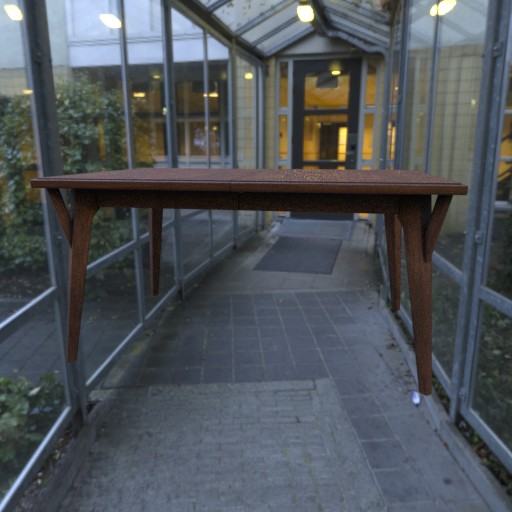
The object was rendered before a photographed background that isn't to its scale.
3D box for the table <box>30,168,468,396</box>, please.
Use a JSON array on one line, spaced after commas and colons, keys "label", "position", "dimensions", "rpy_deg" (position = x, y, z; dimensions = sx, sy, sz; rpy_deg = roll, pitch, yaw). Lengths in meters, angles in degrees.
[{"label": "table", "position": [0.000, 0.000, 2.073], "dimensions": [1.524, 0.761, 0.990], "rpy_deg": [2, 14, 10]}]
